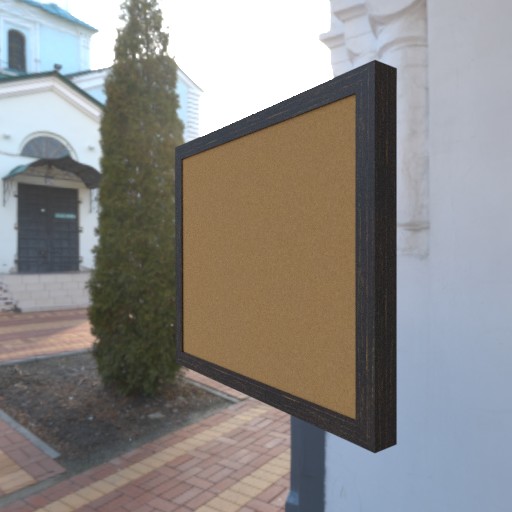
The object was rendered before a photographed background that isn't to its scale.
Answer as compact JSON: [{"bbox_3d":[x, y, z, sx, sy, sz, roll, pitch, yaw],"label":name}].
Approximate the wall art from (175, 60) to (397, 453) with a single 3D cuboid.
[{"bbox_3d":[0.000,0.000,0.535,0.031,0.330,0.381,0,0,-36],"label":"wall art"}]
